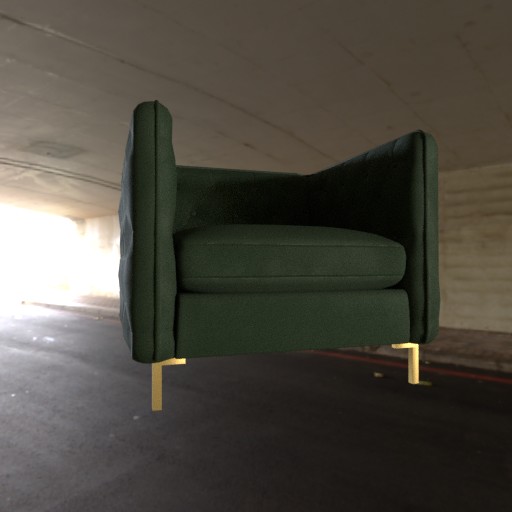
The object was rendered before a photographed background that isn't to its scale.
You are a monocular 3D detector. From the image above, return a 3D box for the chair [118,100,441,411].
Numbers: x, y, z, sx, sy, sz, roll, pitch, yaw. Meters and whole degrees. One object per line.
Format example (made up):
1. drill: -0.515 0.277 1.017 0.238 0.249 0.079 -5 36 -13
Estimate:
1. chair: 0.000 0.000 1.560 0.917 0.768 0.855 0 -1 -18
